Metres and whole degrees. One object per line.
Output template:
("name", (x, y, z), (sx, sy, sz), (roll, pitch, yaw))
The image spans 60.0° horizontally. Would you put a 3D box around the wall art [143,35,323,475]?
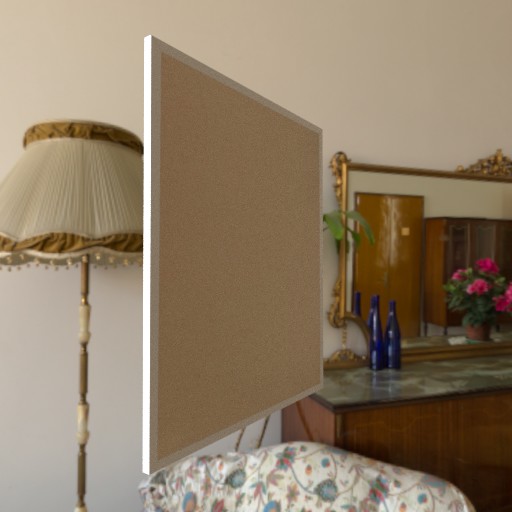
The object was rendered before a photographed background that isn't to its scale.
("wall art", (0.000, 0.000, 0.760), (0.012, 0.557, 0.482), (-1, -1, 35))
